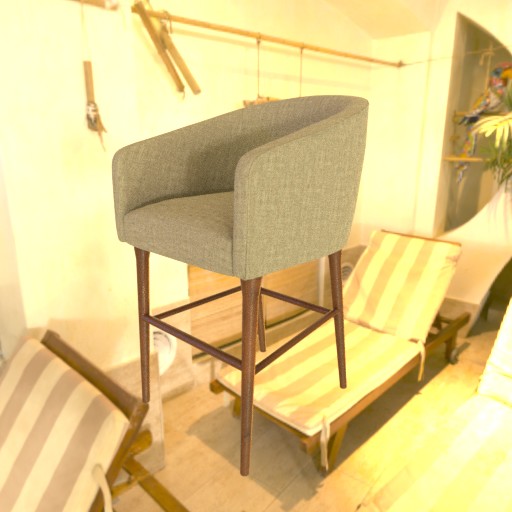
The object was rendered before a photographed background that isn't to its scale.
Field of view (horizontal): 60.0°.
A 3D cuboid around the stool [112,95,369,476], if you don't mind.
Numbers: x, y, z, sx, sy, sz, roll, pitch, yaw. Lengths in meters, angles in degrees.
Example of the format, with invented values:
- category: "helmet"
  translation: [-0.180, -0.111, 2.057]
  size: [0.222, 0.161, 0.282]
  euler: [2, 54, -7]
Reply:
- category: "stool"
  translation: [0.000, 0.000, 1.347]
  size: [0.559, 0.952, 0.635]
  euler: [14, 21, 42]
